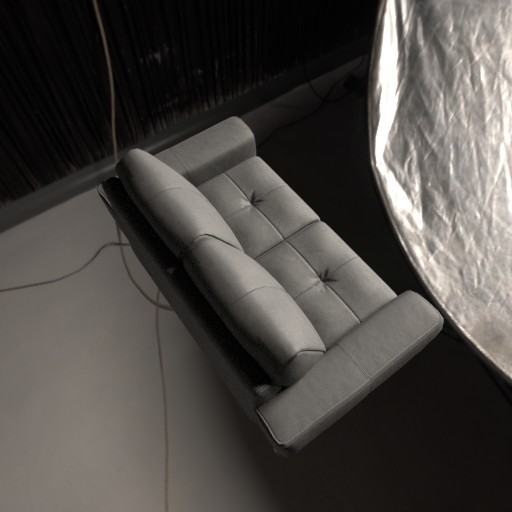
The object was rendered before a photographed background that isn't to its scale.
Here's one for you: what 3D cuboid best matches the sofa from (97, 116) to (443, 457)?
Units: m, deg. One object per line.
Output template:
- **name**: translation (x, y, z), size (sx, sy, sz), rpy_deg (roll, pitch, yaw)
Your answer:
- **sofa**: translation (0.000, 0.000, 2.418), size (1.018, 0.907, 1.806), rpy_deg (-32, 64, -18)
